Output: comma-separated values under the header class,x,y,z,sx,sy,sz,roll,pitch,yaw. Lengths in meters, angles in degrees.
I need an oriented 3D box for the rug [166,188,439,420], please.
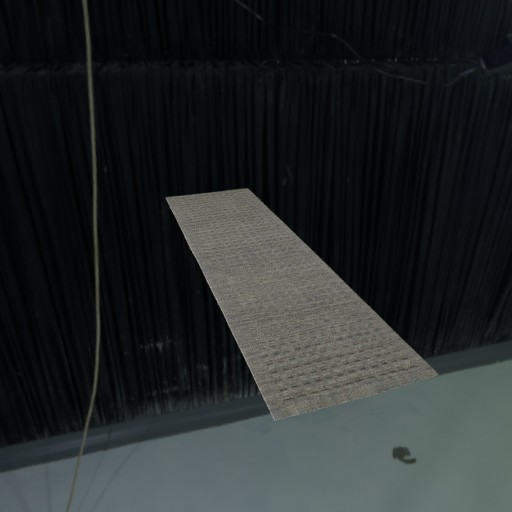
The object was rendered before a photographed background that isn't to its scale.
class,x,y,z,sx,sy,sz,roll,pitch,yaw
rug,0.000,0.000,2.683,0.706,0.009,2.443,-9,29,-17
